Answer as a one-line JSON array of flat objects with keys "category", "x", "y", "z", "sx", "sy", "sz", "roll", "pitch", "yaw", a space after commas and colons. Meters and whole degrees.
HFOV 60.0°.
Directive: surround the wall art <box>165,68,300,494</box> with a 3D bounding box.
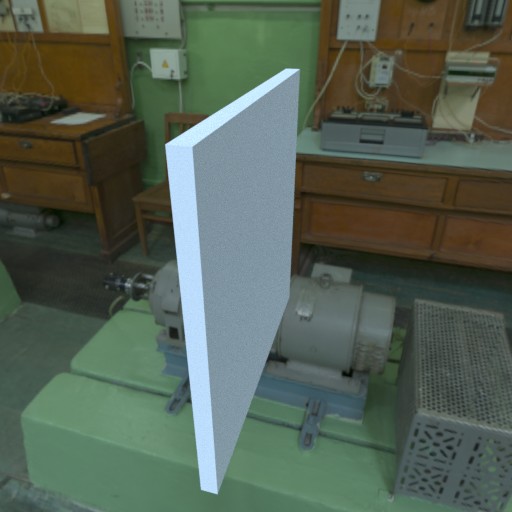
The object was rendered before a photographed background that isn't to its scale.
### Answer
[{"category": "wall art", "x": 0.000, "y": 0.000, "z": 0.800, "sx": 0.028, "sy": 0.559, "sz": 0.559, "roll": 8, "pitch": 31, "yaw": 13}]
